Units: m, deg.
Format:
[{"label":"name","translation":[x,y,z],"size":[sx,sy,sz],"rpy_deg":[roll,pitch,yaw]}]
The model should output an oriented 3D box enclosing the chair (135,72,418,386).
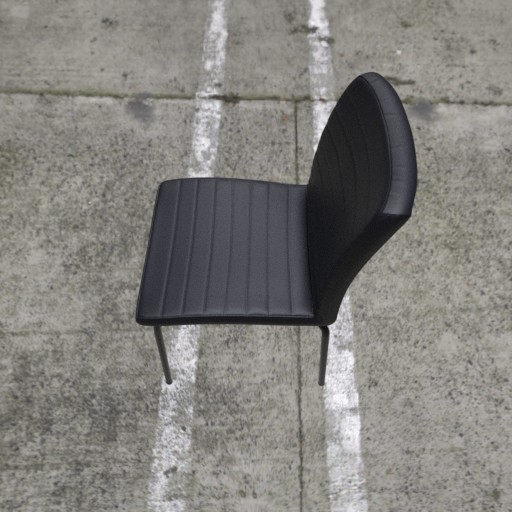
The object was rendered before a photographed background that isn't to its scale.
[{"label":"chair","translation":[0.000,0.000,1.172],"size":[0.572,0.872,0.450],"rpy_deg":[1,58,1]}]
